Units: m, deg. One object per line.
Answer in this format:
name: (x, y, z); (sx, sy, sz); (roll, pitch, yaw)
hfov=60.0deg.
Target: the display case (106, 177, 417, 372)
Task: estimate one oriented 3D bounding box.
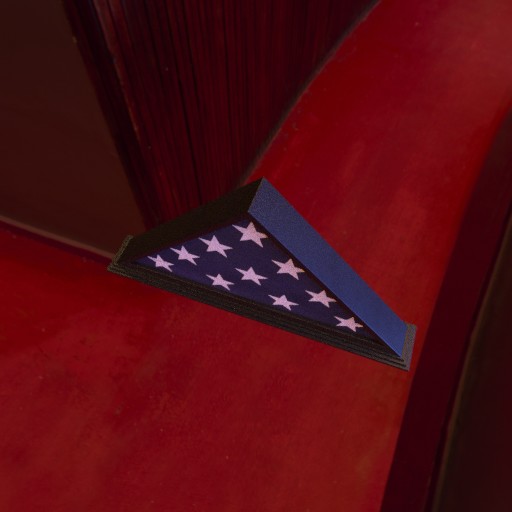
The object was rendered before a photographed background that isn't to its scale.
display case: (0.000, 0.000, 0.765); (0.640, 0.340, 0.095); (17, 61, 10)
